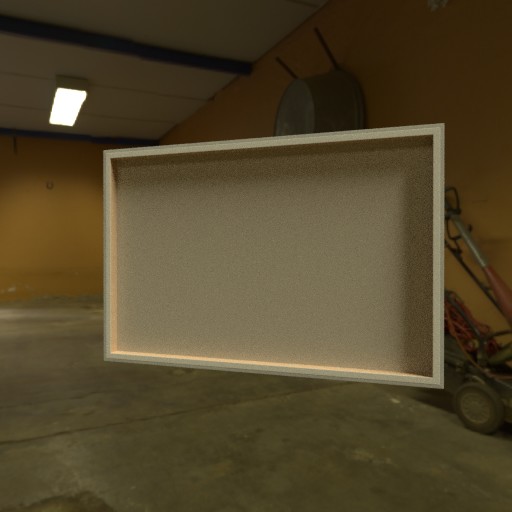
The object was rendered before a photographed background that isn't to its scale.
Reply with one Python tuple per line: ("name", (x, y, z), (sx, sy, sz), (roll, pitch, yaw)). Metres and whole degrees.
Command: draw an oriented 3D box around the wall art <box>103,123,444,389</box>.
("wall art", (0.000, 0.000, 1.171), (0.915, 0.610, 0.038), (0, 0, 17))
